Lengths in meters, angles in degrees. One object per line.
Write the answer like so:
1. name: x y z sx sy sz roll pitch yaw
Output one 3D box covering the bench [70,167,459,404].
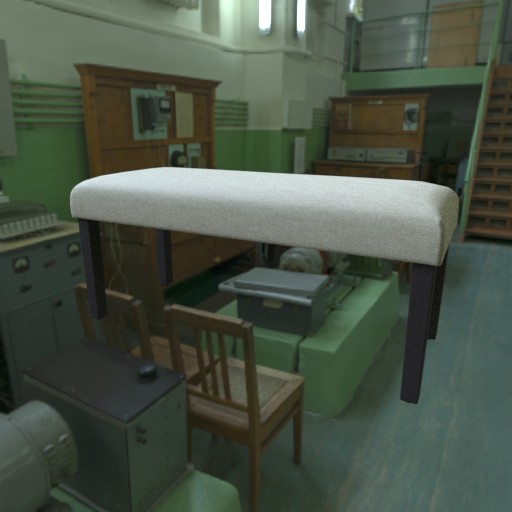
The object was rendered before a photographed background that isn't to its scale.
1. bench: 0.000 0.000 1.278 1.013 0.456 0.407 8 19 26
